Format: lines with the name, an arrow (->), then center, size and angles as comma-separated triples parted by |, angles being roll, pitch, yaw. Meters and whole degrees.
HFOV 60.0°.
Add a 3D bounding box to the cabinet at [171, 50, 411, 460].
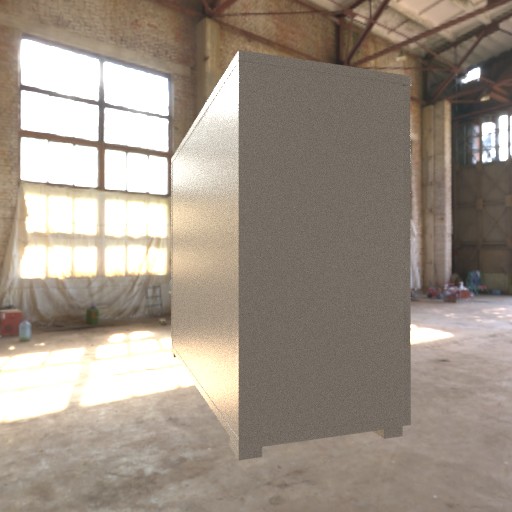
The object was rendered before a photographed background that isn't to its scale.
cabinet -> 0.000, 0.000, 1.399 | 0.400, 0.800, 1.000 | 0, 0, -18
